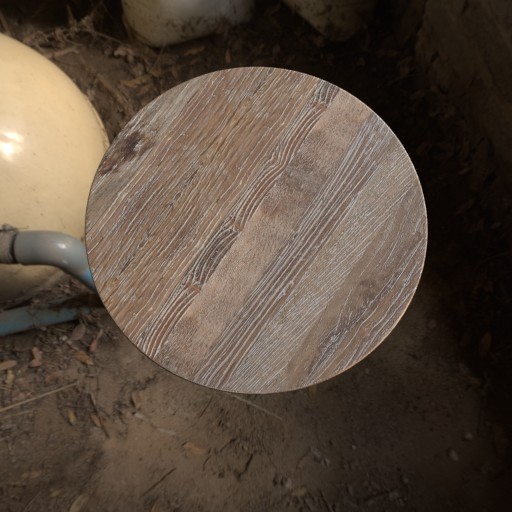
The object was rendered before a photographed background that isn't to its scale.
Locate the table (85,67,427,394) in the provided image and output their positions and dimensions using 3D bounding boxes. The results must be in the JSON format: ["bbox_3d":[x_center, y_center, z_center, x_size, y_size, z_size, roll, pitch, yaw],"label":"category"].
[{"bbox_3d":[0.000,0.000,0.889,0.500,0.500,0.500,0,76,0],"label":"table"}]
